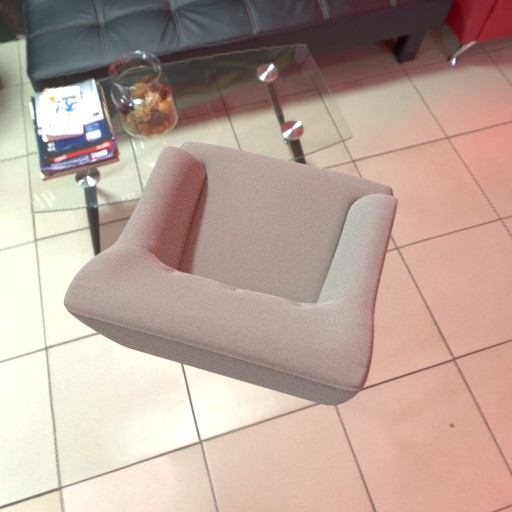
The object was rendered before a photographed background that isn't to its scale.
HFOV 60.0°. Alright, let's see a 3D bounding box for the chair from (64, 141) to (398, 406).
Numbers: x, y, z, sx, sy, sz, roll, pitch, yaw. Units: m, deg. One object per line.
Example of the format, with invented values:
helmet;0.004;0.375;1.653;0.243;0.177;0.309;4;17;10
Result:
chair;0.000;0.000;1.650;0.946;0.818;0.951;14;64;7
